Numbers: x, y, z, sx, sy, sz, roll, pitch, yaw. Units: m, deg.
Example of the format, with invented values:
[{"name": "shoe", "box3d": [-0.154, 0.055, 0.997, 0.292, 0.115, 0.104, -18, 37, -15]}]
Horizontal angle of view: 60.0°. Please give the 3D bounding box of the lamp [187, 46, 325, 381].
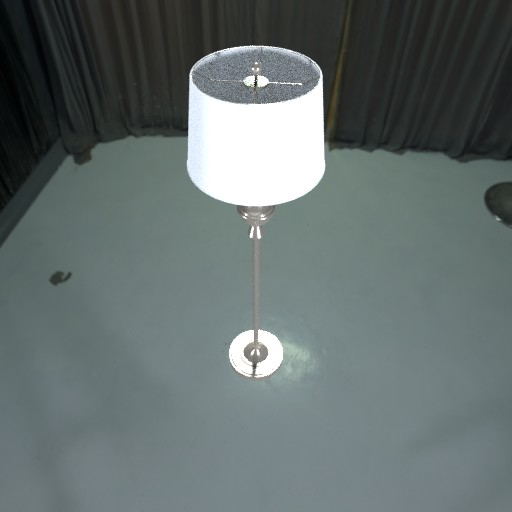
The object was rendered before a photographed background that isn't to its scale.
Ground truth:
[{"name": "lamp", "box3d": [0.000, 0.000, 1.708, 0.431, 1.488, 0.431, 0, 47, 0]}]
